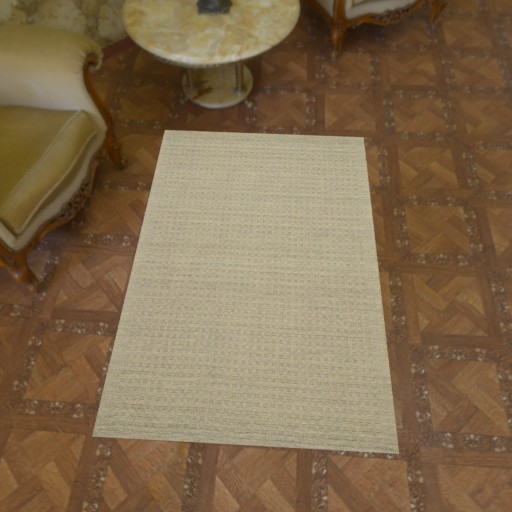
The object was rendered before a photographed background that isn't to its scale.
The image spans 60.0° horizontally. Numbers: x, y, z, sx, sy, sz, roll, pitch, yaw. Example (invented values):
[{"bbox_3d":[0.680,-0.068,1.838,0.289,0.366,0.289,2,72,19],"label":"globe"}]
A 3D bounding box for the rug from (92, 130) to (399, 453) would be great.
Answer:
[{"bbox_3d":[0.000,0.000,3.637,1.981,0.006,2.895,3,57,2],"label":"rug"}]
